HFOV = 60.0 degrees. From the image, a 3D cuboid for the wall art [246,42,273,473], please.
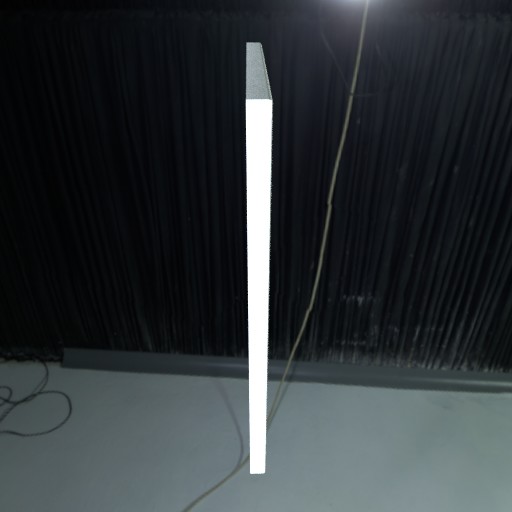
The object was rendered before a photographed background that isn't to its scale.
[{"bbox_3d":[0.000,0.000,1.128,0.038,0.912,0.607,-1,33,-1],"label":"wall art"}]
